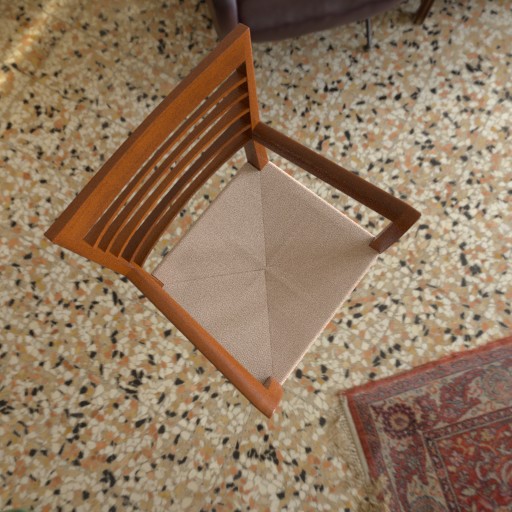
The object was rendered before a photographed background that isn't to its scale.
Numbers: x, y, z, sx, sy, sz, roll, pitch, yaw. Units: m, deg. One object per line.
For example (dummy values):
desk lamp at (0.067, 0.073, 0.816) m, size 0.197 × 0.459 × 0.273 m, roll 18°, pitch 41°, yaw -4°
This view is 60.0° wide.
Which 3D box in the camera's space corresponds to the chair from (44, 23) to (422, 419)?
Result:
chair at (0.000, 0.000, 1.205) m, size 0.540 × 0.855 × 0.587 m, roll 38°, pitch 80°, yaw 8°
